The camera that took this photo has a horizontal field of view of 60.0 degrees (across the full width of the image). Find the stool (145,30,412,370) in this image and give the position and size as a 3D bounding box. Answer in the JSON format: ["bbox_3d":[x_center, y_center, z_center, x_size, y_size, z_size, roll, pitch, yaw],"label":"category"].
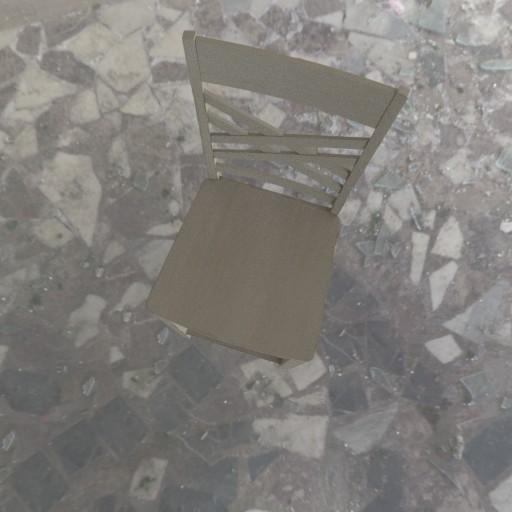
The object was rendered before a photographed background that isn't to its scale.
[{"bbox_3d":[0.000,0.000,1.308,0.462,1.079,0.539,17,75,5],"label":"stool"}]
